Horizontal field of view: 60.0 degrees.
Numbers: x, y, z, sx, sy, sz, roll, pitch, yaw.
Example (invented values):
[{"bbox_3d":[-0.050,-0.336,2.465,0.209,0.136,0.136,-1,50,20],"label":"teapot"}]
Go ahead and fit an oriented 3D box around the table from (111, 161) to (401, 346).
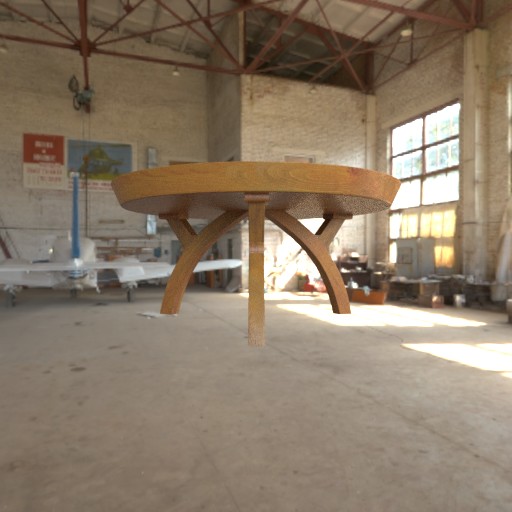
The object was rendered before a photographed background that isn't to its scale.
[{"bbox_3d":[0.000,0.000,1.595,1.016,0.470,1.016,0,0,0],"label":"table"}]
